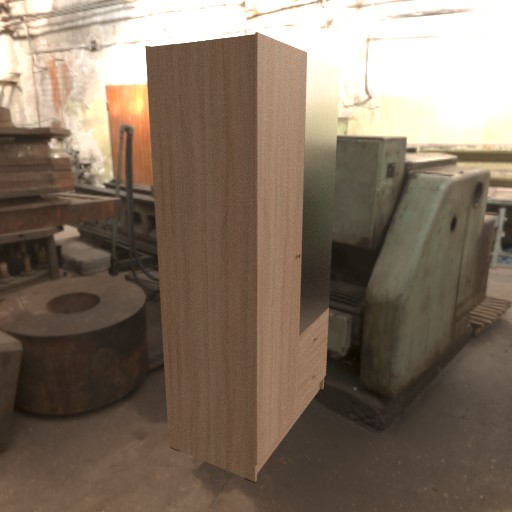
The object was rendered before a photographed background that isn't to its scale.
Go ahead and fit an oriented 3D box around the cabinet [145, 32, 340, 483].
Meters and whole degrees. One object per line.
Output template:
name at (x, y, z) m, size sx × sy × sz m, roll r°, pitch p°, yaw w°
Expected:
cabinet at (0.000, 0.000, 2.551) m, size 0.590 × 2.121 × 1.001 m, roll 8°, pitch 17°, yaw 28°
